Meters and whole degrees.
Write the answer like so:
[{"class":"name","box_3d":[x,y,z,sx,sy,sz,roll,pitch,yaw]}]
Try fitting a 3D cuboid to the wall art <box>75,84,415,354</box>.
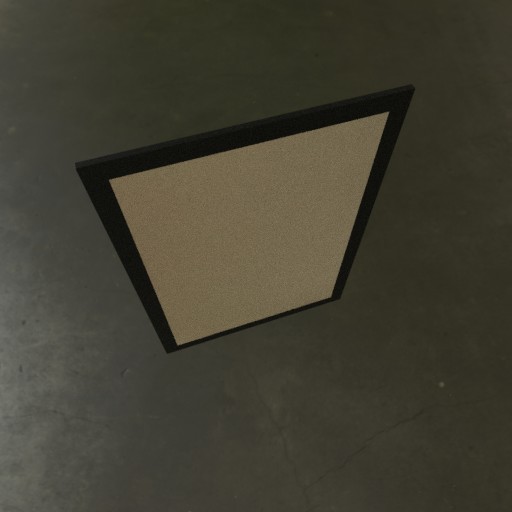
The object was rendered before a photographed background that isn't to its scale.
[{"class":"wall art","box_3d":[0.000,0.000,0.695,0.379,0.530,0.008,-16,59,-10]}]
